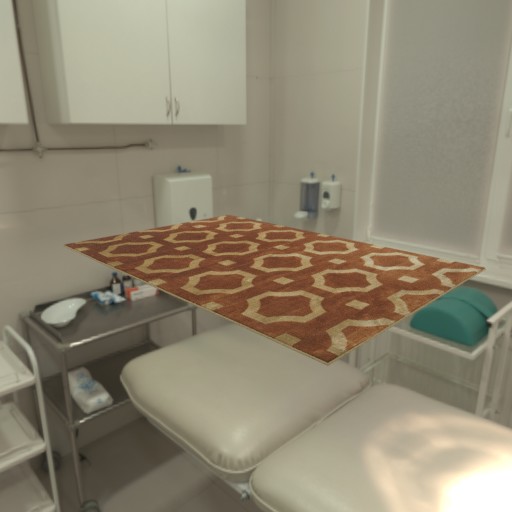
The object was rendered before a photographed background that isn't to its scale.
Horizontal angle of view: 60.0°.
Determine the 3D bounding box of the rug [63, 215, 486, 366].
[{"bbox_3d":[0.000,0.000,2.865,1.555,0.016,2.286,-16,22,-43],"label":"rug"}]
